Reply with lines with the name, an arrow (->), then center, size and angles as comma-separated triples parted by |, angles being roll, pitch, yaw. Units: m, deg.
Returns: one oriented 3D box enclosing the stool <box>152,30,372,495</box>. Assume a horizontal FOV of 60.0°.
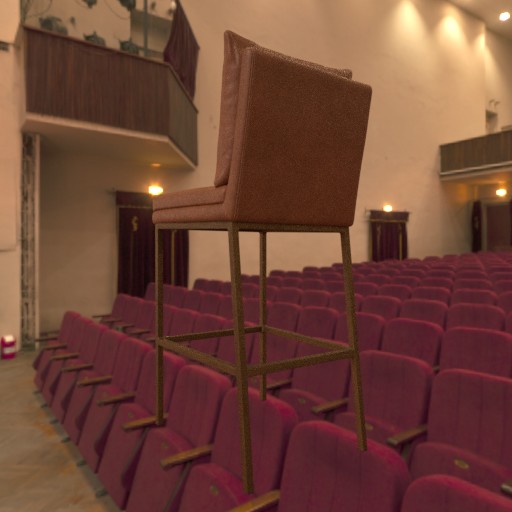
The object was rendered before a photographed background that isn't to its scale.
stool -> 0.000, 0.000, 1.382 | 0.463, 1.124, 0.571 | 0, 1, -35
